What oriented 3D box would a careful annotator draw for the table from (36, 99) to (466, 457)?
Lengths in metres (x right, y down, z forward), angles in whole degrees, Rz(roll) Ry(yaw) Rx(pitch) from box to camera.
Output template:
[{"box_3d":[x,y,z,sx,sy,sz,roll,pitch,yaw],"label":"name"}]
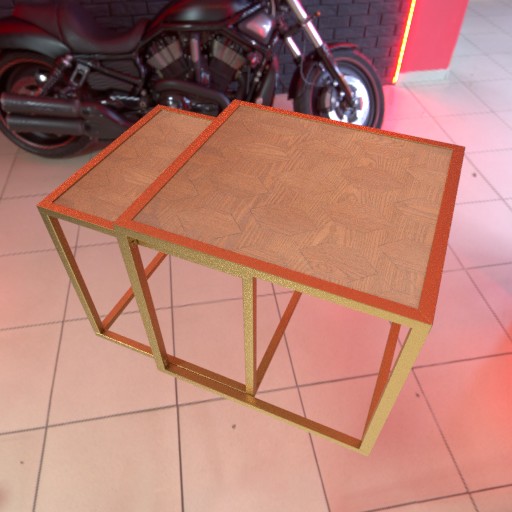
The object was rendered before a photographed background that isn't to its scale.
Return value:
[{"box_3d":[0.000,0.000,1.072,0.762,0.505,0.505,17,48,16],"label":"table"}]
